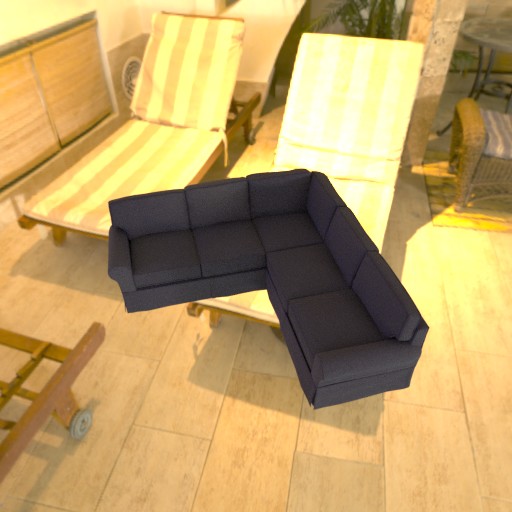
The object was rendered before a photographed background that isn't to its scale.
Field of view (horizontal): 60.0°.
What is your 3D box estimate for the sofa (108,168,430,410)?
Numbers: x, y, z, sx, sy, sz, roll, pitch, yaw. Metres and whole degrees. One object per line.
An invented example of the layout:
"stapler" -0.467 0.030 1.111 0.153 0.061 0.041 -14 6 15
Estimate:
"sofa" 0.000 0.000 5.163 3.773 1.169 2.874 11 42 13
